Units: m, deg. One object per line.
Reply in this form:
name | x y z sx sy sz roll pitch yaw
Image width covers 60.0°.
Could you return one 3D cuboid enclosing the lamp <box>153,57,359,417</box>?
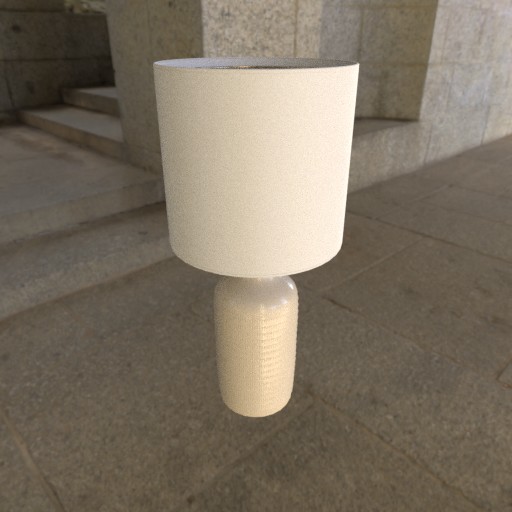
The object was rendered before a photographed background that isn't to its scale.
lamp | 0.000 0.000 0.591 0.220 0.475 0.220 8 28 15
